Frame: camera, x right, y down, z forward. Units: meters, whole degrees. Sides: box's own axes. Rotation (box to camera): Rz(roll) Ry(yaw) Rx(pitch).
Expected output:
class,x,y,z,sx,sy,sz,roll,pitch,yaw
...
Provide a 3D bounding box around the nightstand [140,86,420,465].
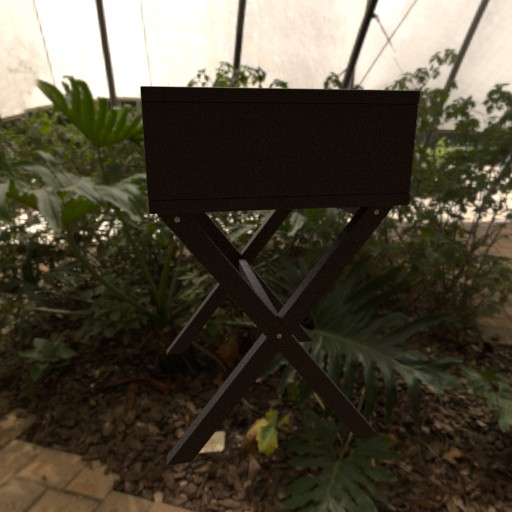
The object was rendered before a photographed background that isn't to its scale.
class,x,y,z,sx,sy,sz,roll,pitch,yaw
nightstand,0.000,0.000,0.929,0.402,0.623,0.479,-3,17,-11
